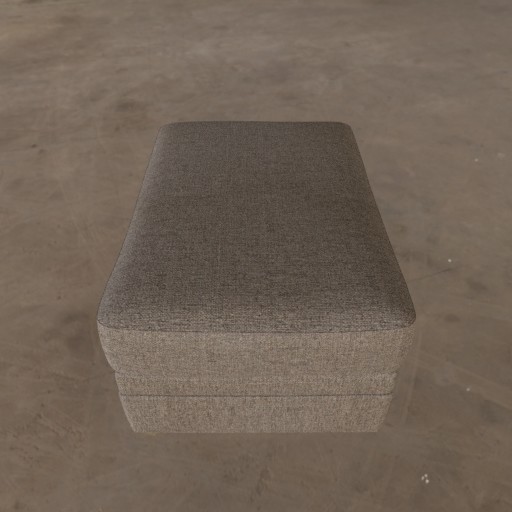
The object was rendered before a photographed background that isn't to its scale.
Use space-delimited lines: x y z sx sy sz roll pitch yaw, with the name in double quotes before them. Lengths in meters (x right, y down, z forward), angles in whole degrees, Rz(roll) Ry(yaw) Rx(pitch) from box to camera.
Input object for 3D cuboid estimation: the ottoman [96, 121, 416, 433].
"ottoman" 0.000 0.000 1.262 0.637 0.478 0.885 0 42 0
